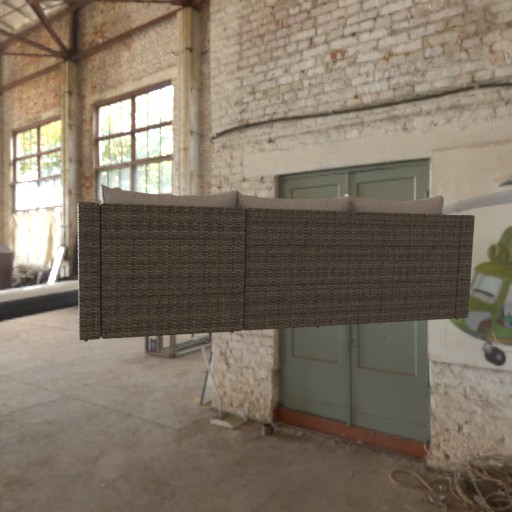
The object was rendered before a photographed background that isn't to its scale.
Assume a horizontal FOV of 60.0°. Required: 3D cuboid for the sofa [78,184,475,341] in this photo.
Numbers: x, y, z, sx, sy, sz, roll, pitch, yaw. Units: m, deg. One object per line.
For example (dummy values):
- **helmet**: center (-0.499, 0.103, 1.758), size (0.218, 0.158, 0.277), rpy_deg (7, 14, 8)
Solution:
- **sofa**: center (0.000, 0.000, 3.070), size (2.192, 0.766, 1.662), rpy_deg (0, 0, -18)
